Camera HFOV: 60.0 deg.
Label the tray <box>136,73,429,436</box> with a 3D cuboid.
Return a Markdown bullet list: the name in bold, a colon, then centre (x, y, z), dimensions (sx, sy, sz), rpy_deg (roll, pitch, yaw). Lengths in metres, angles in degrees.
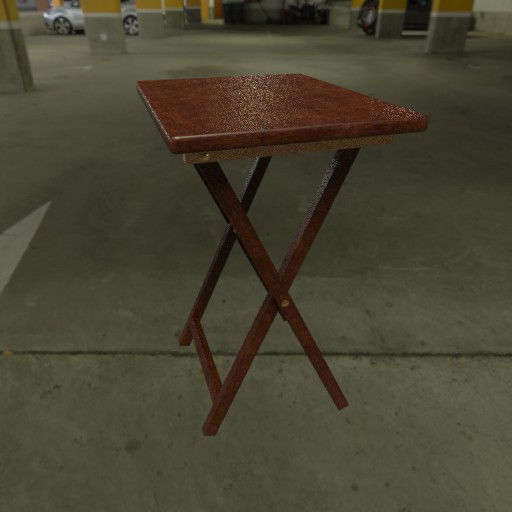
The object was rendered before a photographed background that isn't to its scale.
- **tray**: centre (0.000, 0.000, 0.954), dimensions (0.381, 0.660, 0.483), rpy_deg (-9, 31, -16)
